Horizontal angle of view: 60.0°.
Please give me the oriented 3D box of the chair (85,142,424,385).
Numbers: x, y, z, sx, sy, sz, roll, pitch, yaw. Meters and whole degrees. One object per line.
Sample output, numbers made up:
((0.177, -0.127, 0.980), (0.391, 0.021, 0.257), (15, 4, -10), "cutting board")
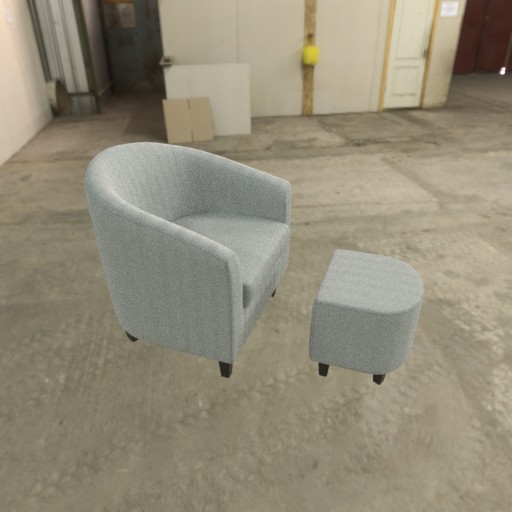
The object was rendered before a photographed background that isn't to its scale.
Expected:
((0.000, 0.000, 1.774), (1.288, 0.757, 0.756), (10, 30, 17), "chair")
